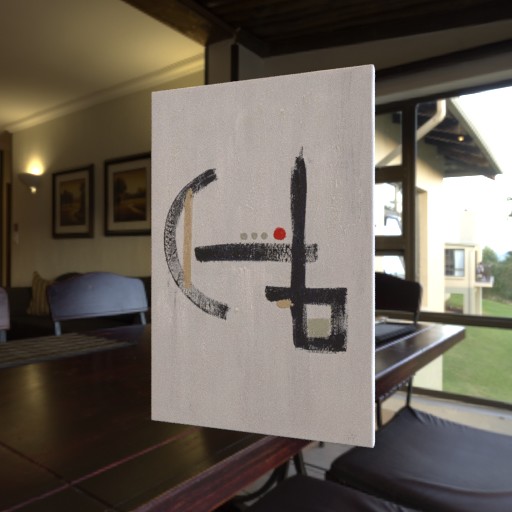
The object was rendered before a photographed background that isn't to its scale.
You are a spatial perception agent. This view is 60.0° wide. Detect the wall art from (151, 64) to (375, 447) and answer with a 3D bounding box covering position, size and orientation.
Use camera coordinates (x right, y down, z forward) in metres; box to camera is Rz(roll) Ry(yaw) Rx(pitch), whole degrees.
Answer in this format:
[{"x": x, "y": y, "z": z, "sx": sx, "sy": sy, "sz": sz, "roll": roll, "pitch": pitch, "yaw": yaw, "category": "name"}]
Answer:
[{"x": 0.000, "y": 0.000, "z": 1.165, "sx": 0.602, "sy": 0.916, "sz": 0.048, "roll": 0, "pitch": 0, "yaw": 17, "category": "wall art"}]
